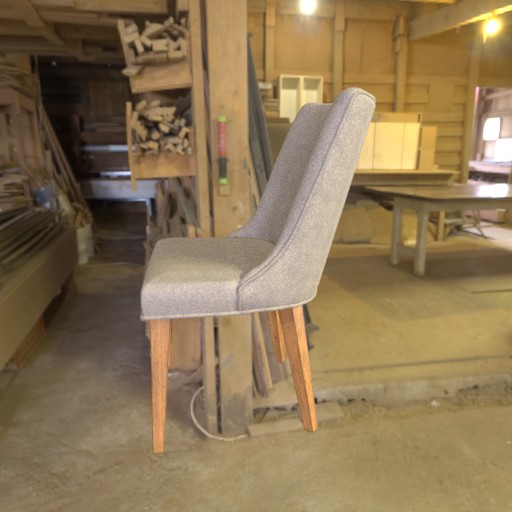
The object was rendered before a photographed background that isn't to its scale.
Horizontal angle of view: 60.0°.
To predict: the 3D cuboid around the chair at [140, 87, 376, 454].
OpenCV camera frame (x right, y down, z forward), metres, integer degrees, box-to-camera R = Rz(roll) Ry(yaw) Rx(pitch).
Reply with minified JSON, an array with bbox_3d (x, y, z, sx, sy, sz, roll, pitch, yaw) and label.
[{"bbox_3d":[0.000,0.000,1.330,0.636,0.916,0.548,-2,14,-8],"label":"chair"}]
